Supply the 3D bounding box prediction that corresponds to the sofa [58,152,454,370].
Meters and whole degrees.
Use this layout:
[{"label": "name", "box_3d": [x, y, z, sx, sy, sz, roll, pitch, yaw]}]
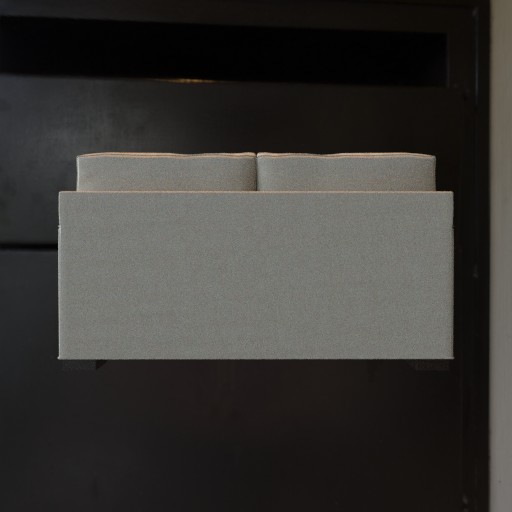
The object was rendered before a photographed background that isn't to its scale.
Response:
[{"label": "sofa", "box_3d": [0.000, 0.000, 2.115, 1.484, 0.853, 0.942, 0, 1, 0]}]
